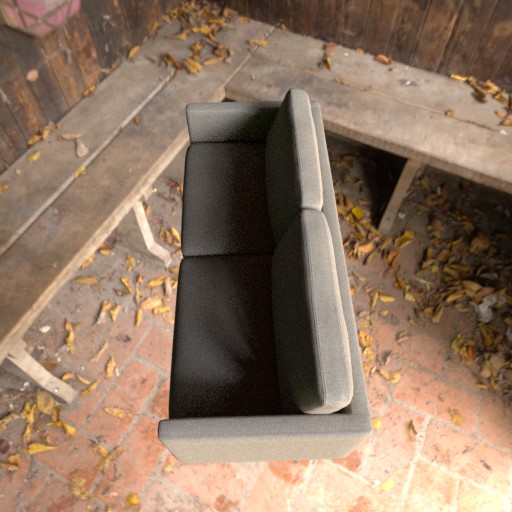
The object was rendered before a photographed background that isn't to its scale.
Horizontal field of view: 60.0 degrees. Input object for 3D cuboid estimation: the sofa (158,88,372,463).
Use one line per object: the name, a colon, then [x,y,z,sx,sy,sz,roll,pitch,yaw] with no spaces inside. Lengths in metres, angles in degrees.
sofa: [0.000,0.000,2.692,0.956,0.963,2.208,-1,57,-1]
